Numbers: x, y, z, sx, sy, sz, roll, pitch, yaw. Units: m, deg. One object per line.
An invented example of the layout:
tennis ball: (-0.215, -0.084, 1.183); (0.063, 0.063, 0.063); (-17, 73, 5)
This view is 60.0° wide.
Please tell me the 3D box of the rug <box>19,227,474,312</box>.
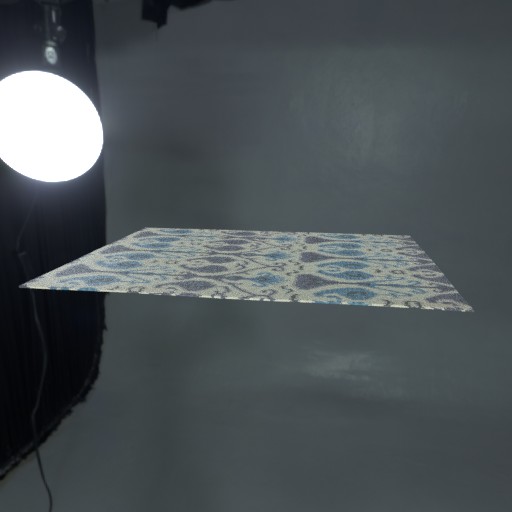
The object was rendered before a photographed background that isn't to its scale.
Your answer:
rug: (0.000, 0.000, 2.956); (2.261, 0.013, 1.676); (2, 14, 9)
